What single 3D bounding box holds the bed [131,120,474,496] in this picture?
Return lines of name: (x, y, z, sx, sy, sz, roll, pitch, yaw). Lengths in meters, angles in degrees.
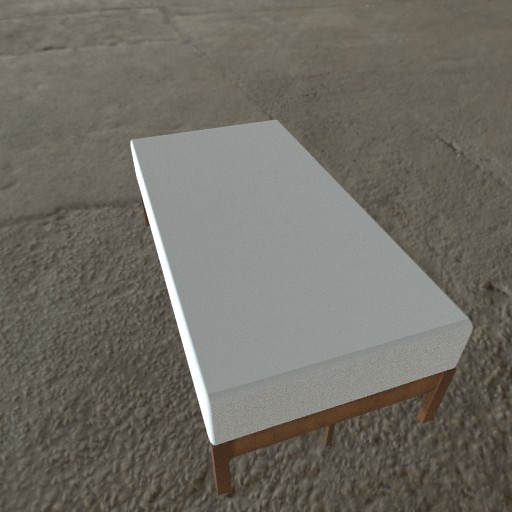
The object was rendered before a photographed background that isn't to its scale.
bed: (0.000, 0.000, 2.289, 0.961, 0.616, 1.902, -12, 41, -15)
